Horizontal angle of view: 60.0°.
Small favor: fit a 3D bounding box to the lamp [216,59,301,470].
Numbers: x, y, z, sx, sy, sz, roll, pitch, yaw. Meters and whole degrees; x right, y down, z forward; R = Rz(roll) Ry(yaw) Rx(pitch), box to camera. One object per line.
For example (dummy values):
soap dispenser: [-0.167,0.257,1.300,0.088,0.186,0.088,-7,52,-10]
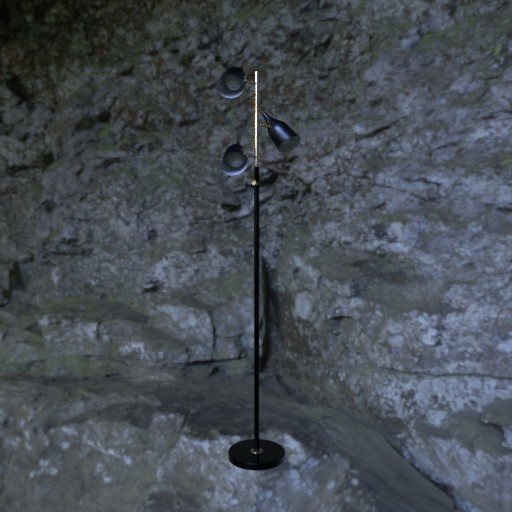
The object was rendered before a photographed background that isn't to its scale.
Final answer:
lamp: [0.000,0.000,1.958,0.434,1.778,0.253,0,0,-36]
